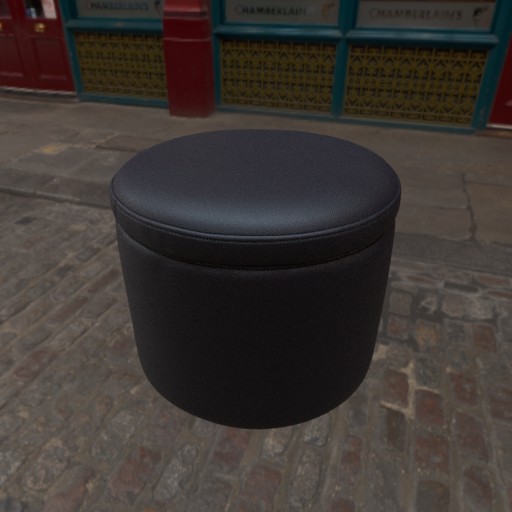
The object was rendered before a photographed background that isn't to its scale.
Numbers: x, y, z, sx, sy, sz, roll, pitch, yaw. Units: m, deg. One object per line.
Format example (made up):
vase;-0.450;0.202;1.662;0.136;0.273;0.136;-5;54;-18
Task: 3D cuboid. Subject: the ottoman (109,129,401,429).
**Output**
ottoman;0.000;0.000;0.866;0.501;0.409;0.501;0;30;0
